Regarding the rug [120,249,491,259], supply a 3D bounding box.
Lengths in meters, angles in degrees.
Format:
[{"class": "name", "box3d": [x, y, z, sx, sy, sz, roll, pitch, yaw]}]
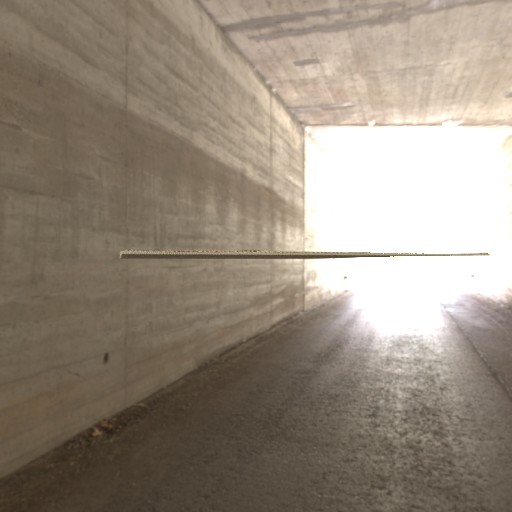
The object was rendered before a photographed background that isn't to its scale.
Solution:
[{"class": "rug", "box3d": [0.000, 0.000, 4.127, 2.429, 0.030, 3.052, 0, -1, -17]}]
